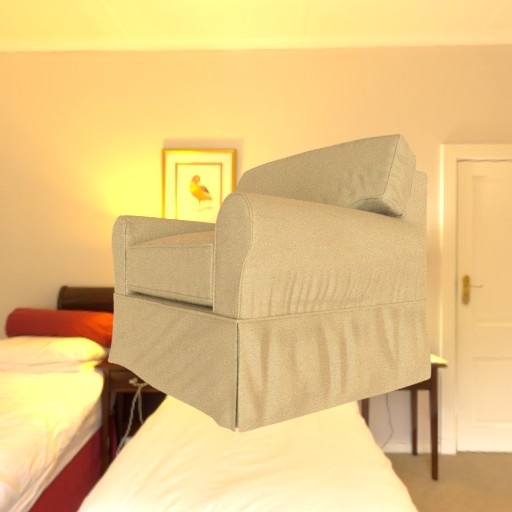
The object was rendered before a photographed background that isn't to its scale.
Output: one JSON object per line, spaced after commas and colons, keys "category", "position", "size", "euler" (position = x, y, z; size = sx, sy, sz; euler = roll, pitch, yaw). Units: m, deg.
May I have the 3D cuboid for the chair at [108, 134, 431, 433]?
{"category": "chair", "position": [0.000, 0.000, 1.804], "size": [0.903, 0.937, 1.096], "euler": [0, 1, -36]}
